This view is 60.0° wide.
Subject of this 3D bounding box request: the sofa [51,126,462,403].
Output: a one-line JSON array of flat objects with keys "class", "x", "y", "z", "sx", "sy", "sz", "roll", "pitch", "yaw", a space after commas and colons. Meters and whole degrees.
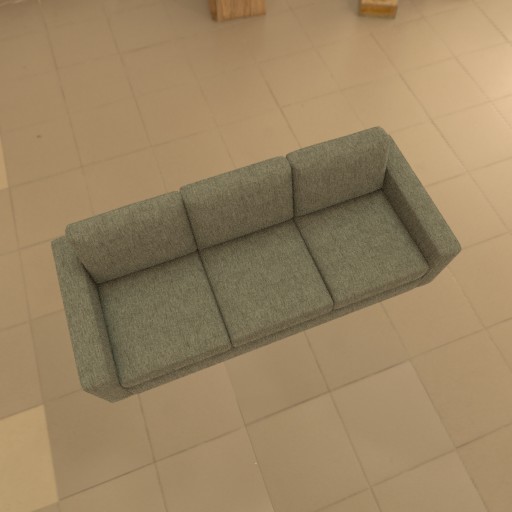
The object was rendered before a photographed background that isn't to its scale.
[{"class": "sofa", "x": 0.000, "y": 0.000, "z": 2.624, "sx": 2.160, "sy": 0.800, "sz": 0.900, "roll": -19, "pitch": 66, "yaw": -9}]
